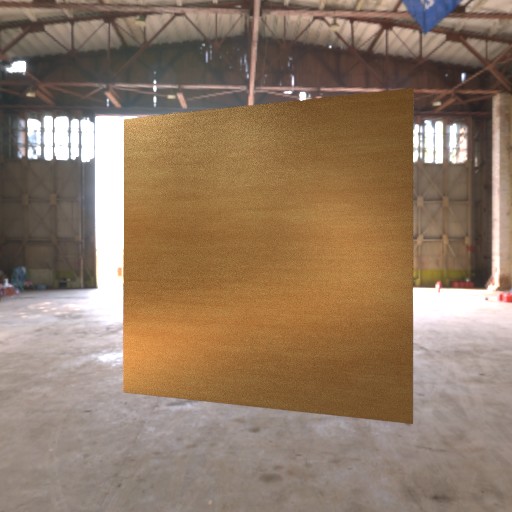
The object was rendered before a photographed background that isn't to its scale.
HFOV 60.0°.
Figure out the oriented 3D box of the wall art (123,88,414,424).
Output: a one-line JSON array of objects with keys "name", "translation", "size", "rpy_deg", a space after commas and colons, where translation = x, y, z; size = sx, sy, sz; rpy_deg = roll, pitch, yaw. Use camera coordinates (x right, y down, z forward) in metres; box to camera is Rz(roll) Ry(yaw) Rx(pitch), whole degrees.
[{"name": "wall art", "translation": [0.000, 0.000, 0.453], "size": [0.302, 0.302, 0.019], "rpy_deg": [0, 0, 18]}]
